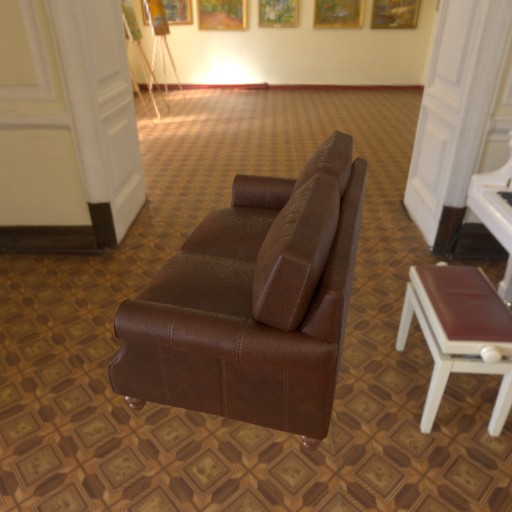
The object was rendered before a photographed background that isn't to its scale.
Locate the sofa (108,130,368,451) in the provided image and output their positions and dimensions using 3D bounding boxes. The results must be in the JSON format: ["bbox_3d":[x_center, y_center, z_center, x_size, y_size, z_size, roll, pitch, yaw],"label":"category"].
[{"bbox_3d":[0.000,0.000,2.278,0.990,0.976,1.616,8,31,13],"label":"sofa"}]
